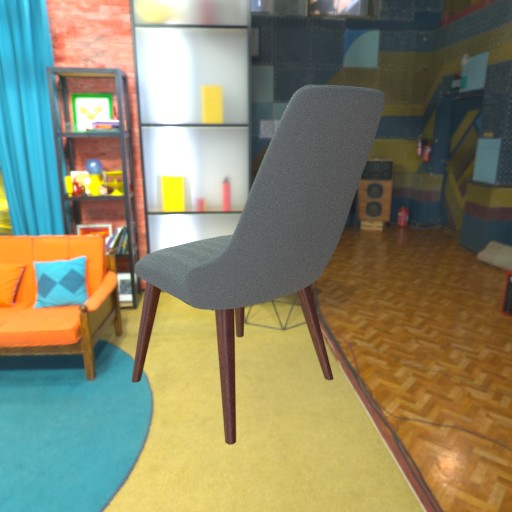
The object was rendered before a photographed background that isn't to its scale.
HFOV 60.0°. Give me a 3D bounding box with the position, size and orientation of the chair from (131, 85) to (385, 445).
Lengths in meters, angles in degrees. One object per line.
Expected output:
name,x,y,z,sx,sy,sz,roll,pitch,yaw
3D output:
chair,0.000,0.000,1.350,0.535,0.918,0.707,-15,21,-43
